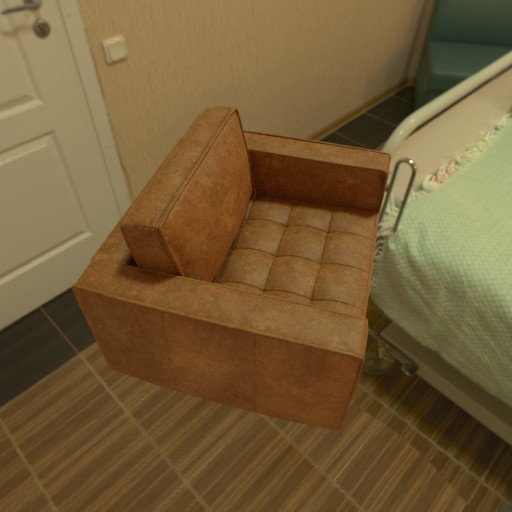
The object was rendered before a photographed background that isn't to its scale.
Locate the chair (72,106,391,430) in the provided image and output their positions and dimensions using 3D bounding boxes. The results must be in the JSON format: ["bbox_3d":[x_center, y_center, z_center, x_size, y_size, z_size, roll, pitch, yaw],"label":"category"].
[{"bbox_3d":[0.000,0.000,1.540,0.798,0.767,0.928,12,48,11],"label":"chair"}]
